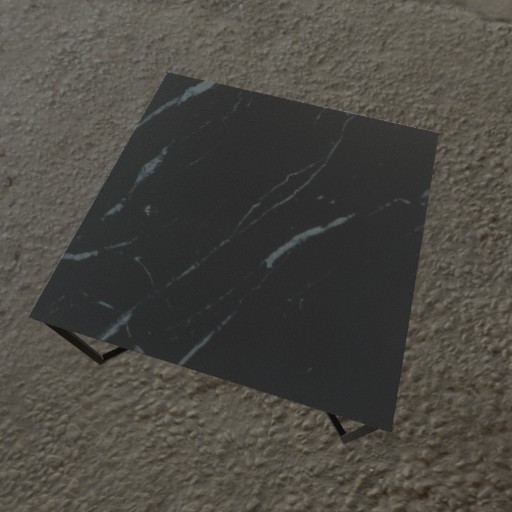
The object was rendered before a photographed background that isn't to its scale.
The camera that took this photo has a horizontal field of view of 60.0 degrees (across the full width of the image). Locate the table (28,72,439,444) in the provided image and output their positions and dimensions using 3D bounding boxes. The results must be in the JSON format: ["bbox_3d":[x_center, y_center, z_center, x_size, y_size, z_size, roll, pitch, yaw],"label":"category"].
[{"bbox_3d":[0.000,0.000,1.291,0.800,0.450,0.800,15,64,8],"label":"table"}]
